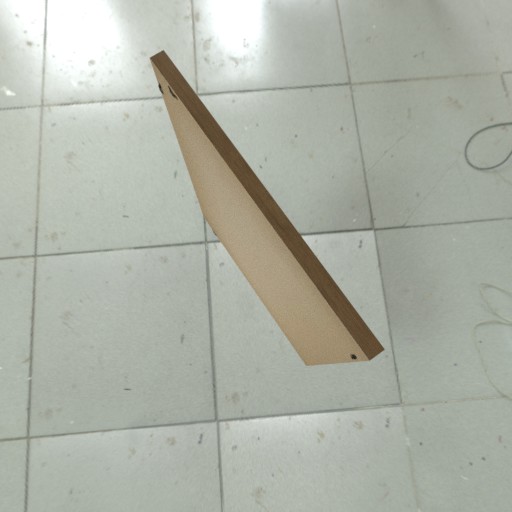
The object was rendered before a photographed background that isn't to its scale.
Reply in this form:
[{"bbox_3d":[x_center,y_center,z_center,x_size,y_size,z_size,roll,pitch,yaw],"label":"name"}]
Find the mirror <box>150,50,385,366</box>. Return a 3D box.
[{"bbox_3d":[0.000,0.000,1.361,0.040,1.016,0.762,-33,78,-8],"label":"mirror"}]
